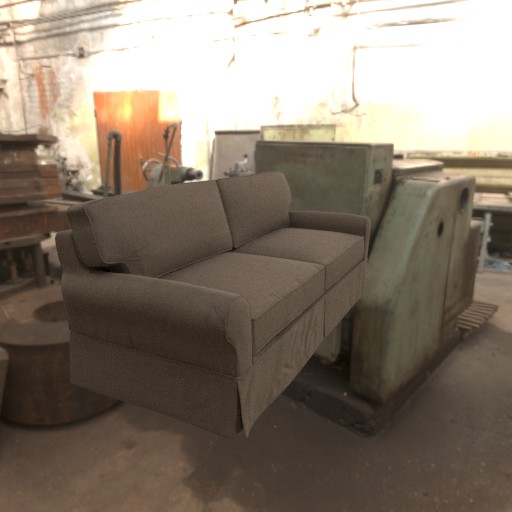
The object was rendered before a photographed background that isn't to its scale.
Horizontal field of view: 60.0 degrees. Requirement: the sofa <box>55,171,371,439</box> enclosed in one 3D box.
[{"bbox_3d":[0.000,0.000,2.785,0.991,0.943,2.248,7,16,26],"label":"sofa"}]
